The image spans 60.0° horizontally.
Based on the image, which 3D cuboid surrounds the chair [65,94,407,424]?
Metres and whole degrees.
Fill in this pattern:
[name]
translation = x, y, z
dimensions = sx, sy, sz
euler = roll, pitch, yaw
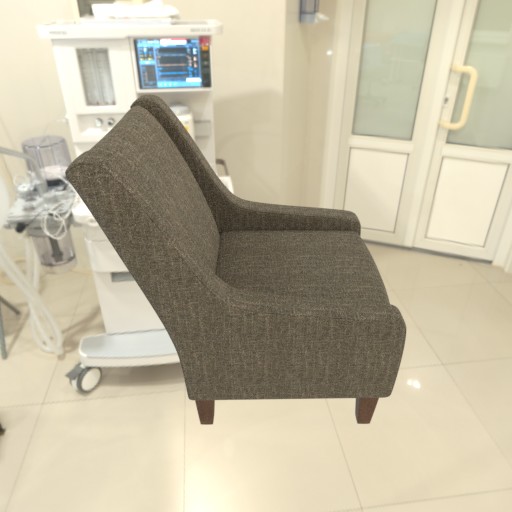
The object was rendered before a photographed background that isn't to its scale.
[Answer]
[chair]
translation = 0.000, 0.000, 1.656
dimensions = 0.944, 1.012, 0.793
euler = 0, 31, 0
